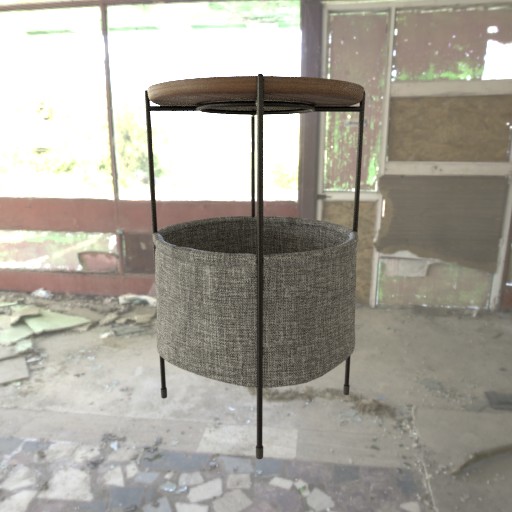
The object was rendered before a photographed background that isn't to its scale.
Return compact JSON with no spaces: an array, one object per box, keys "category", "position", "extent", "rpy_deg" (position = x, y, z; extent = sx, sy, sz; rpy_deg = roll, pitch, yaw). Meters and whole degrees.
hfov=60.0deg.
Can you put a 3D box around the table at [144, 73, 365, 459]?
[{"category":"table","position":[0.000,0.000,0.885],"extent":[0.400,0.623,0.400],"rpy_deg":[13,19,42]}]
